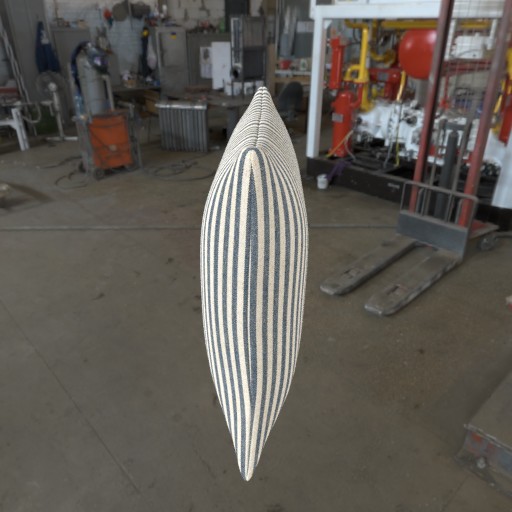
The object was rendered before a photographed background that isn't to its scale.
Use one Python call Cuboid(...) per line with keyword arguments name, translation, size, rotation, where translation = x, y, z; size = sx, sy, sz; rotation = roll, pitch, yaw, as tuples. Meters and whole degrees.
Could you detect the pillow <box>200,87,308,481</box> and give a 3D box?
Cuboid(name="pillow", translation=(0.000, 0.000, 0.787), size=(0.166, 0.510, 0.523), rotation=(1, 28, 2))
